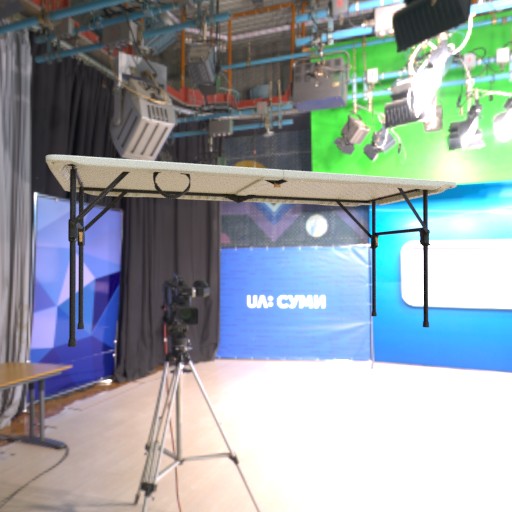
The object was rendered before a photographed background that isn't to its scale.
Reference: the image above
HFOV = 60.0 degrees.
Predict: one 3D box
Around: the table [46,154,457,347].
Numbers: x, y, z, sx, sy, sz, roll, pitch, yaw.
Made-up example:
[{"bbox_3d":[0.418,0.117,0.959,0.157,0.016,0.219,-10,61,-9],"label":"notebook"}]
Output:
[{"bbox_3d":[0.000,0.000,2.214,1.829,0.719,0.761,0,-1,-18],"label":"table"}]
